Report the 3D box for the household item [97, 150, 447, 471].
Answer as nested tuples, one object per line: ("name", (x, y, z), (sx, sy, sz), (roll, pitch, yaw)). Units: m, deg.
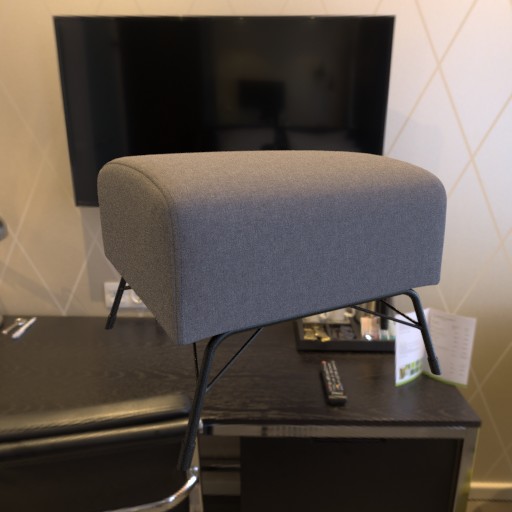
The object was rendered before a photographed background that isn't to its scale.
("household item", (0.000, 0.000, 0.894), (0.530, 0.410, 0.530), (-9, 18, -28))
